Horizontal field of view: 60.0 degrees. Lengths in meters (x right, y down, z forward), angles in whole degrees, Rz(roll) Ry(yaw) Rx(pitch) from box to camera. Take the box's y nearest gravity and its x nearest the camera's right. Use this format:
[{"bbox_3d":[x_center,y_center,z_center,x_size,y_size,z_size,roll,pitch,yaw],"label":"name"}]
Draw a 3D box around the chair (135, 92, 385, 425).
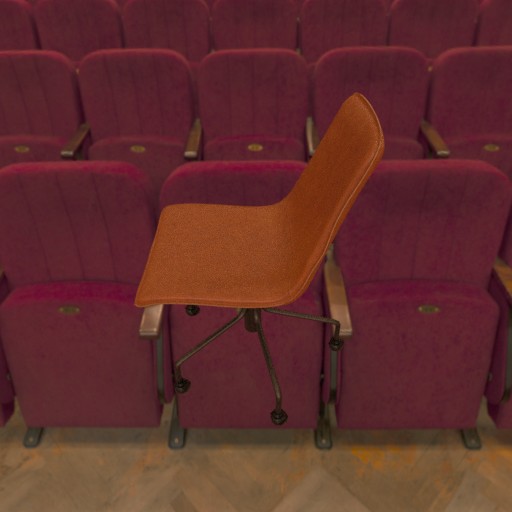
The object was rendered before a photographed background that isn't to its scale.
[{"bbox_3d":[0.000,0.000,1.384,0.660,0.920,0.651,0,40,0],"label":"chair"}]
